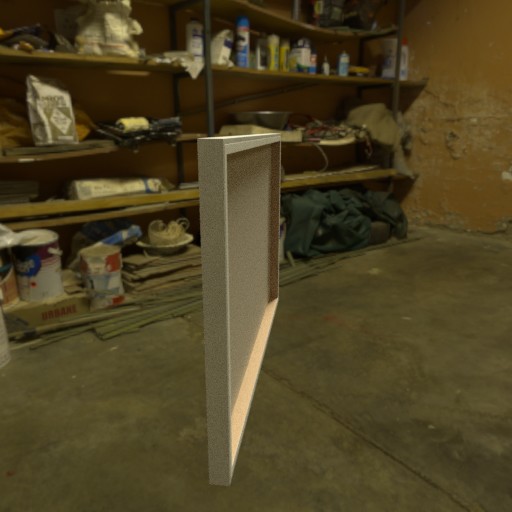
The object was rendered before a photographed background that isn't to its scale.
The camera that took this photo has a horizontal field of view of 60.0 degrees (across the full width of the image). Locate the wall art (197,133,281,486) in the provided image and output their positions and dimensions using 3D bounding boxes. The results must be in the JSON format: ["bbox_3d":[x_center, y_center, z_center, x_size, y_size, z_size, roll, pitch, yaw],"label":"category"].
[{"bbox_3d":[0.000,0.000,1.159,0.038,0.610,0.915,2,16,8],"label":"wall art"}]
